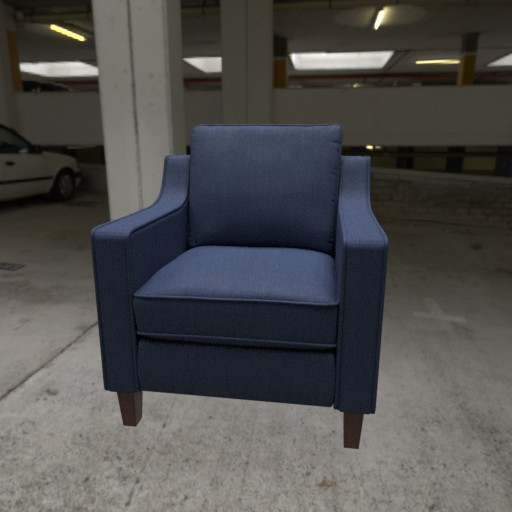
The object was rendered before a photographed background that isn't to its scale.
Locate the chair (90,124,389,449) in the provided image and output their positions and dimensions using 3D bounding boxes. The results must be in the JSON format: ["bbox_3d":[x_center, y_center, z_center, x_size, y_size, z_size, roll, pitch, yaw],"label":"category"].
[{"bbox_3d":[0.000,0.000,1.654,0.831,0.960,0.909,2,15,8],"label":"chair"}]
